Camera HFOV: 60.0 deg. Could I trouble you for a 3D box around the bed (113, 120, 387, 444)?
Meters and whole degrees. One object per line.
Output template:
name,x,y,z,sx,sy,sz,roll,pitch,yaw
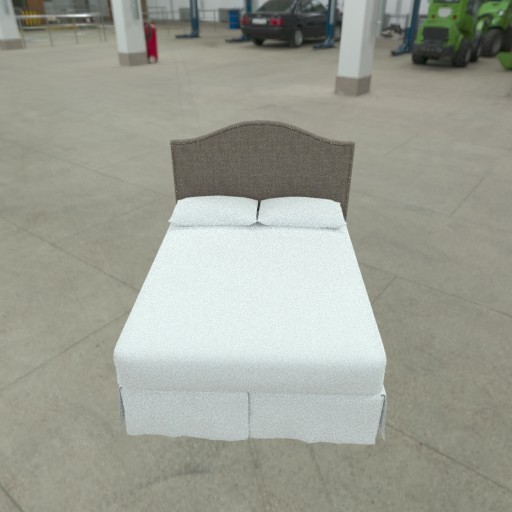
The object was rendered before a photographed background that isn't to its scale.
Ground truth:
bed,0.000,0.000,3.342,1.713,1.518,2.153,1,31,2
